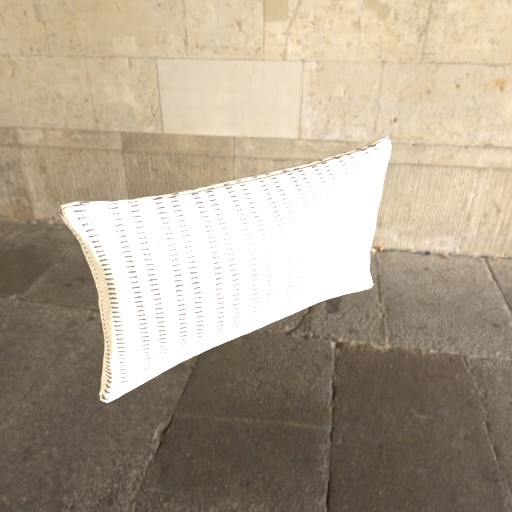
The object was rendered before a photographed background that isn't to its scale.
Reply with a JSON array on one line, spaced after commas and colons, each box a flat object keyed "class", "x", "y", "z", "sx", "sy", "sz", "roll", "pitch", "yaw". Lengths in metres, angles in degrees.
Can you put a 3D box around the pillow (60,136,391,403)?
[{"class": "pillow", "x": 0.000, "y": 0.000, "z": 0.817, "sx": 0.640, "sy": 0.353, "sz": 0.210, "roll": -18, "pitch": 34, "yaw": -29}]
